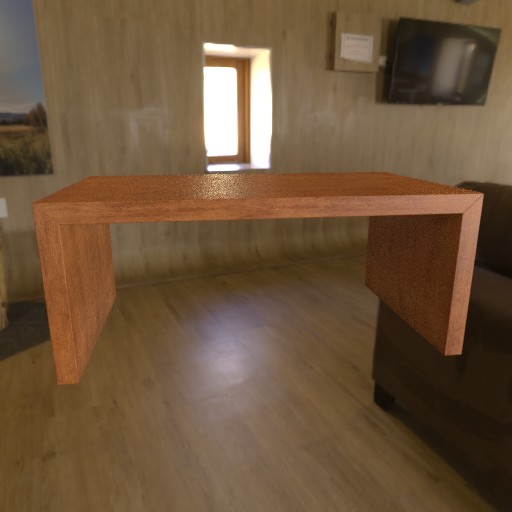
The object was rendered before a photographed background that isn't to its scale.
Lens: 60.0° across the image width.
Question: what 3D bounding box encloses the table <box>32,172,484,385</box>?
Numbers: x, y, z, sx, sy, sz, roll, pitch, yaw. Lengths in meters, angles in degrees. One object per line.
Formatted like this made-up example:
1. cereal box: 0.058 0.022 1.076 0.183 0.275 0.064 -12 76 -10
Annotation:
1. table: 0.000 0.000 1.286 1.000 0.419 0.549 -2 16 -8
